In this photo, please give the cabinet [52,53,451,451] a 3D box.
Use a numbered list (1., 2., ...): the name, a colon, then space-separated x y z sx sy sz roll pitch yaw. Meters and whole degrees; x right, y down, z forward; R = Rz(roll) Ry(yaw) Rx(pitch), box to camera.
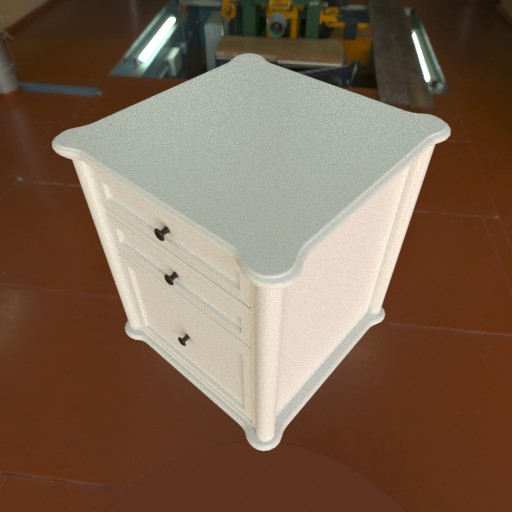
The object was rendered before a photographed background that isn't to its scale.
1. cabinet: 0.000 0.000 1.206 0.628 0.761 0.627 32 54 27
